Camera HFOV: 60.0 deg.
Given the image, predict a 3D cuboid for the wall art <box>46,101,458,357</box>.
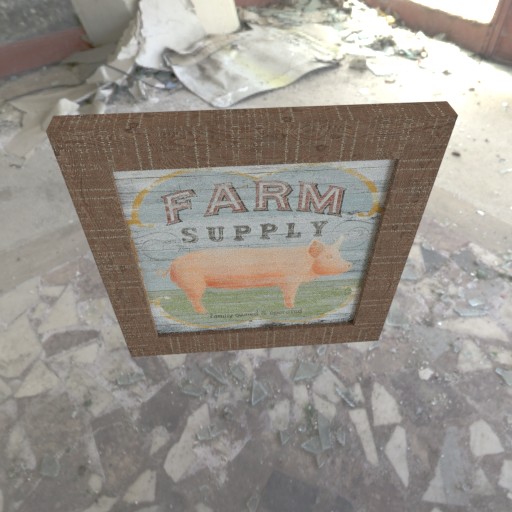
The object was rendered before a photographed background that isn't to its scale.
[{"bbox_3d":[0.000,0.000,0.773,0.531,0.531,0.040,-3,46,-3],"label":"wall art"}]
